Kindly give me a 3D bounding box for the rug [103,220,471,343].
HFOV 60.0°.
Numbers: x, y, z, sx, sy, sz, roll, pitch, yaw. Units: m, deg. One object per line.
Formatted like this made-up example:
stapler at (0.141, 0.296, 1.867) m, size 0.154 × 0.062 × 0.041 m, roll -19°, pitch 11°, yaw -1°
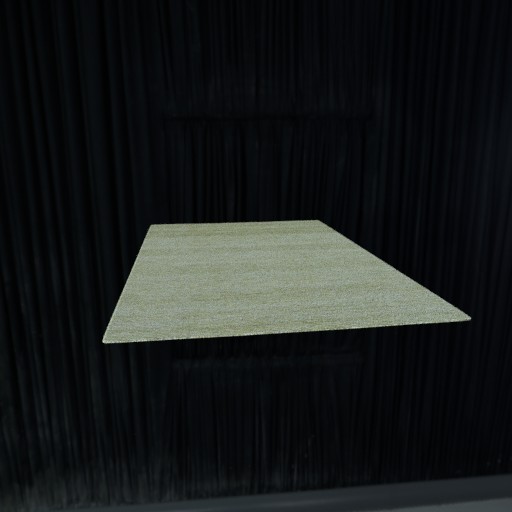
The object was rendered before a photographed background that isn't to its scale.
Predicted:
rug at (0.000, 0.000, 2.167) m, size 1.143 × 0.010 × 1.758 m, roll -2°, pitch 15°, yaw -8°
